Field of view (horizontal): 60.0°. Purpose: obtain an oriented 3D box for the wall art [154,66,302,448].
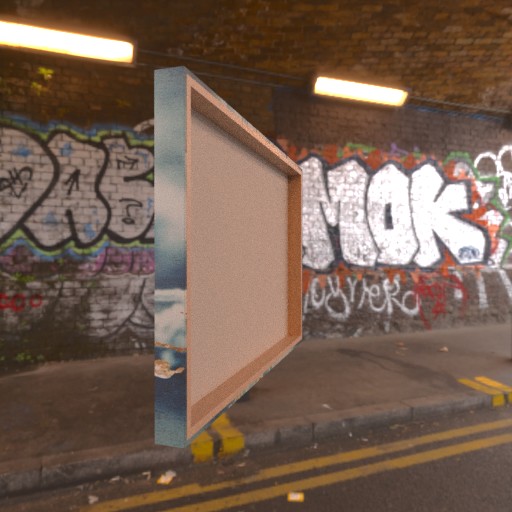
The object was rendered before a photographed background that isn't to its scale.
[{"bbox_3d":[0.000,0.000,0.764,0.036,0.405,0.607,0,0,18],"label":"wall art"}]
